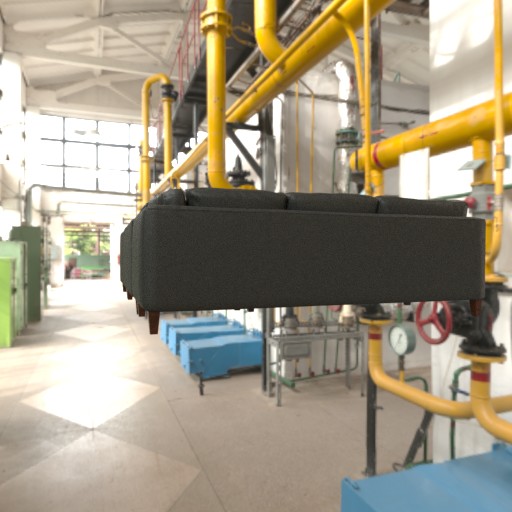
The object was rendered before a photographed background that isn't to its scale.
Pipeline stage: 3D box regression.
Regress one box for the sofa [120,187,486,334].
[{"bbox_3d":[0.000,0.000,4.575,2.593,0.923,3.460,0,0,-19],"label":"sofa"}]
